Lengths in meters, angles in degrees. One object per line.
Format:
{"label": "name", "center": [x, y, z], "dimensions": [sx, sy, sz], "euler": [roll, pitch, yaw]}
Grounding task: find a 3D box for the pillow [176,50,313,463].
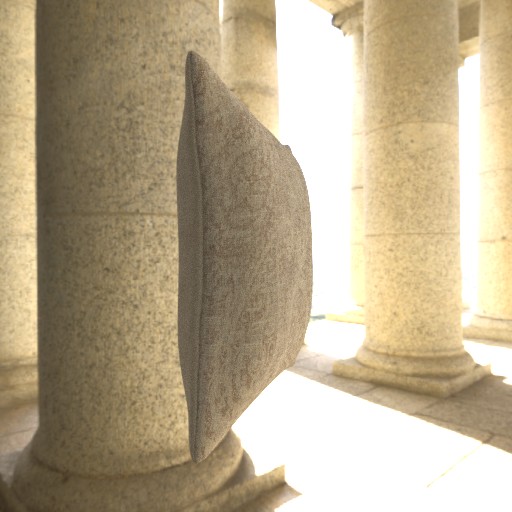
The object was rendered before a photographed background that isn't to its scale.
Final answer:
{"label": "pillow", "center": [0.000, 0.000, 0.783], "dimensions": [0.166, 0.510, 0.523], "euler": [0, 0, 17]}
